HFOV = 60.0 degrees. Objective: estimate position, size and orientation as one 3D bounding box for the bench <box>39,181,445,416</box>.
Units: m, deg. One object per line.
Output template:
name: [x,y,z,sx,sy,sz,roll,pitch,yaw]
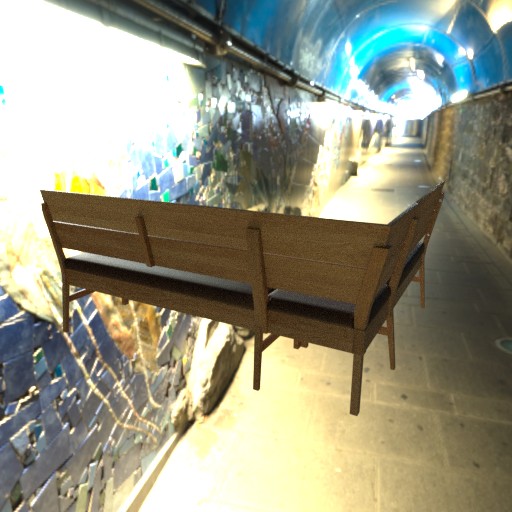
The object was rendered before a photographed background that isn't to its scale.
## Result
bench: [0.000,0.000,2.797,1.975,0.890,1.549,9,18,27]
